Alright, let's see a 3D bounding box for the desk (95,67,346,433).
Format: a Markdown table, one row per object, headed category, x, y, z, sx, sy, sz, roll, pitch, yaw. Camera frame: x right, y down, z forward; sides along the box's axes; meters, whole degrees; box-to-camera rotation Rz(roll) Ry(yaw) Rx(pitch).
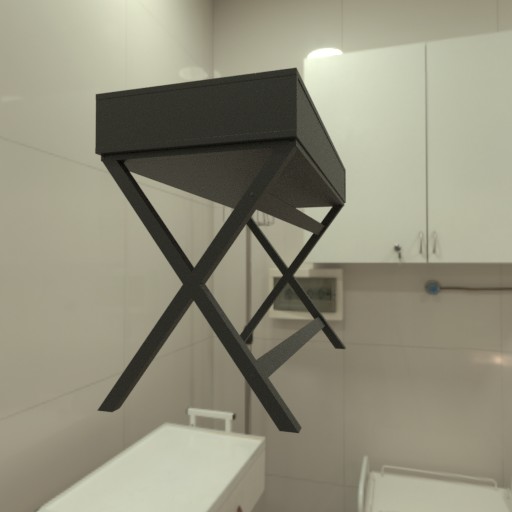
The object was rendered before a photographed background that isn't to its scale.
| category | x | y | z | sx | sy | sz | roll | pitch | yaw |
| --- | --- | --- | --- | --- | --- | --- | --- | --- | --- |
| desk | 0.000 | 0.000 | 1.516 | 0.504 | 0.780 | 1.057 | 0 | -1 | 17 |
